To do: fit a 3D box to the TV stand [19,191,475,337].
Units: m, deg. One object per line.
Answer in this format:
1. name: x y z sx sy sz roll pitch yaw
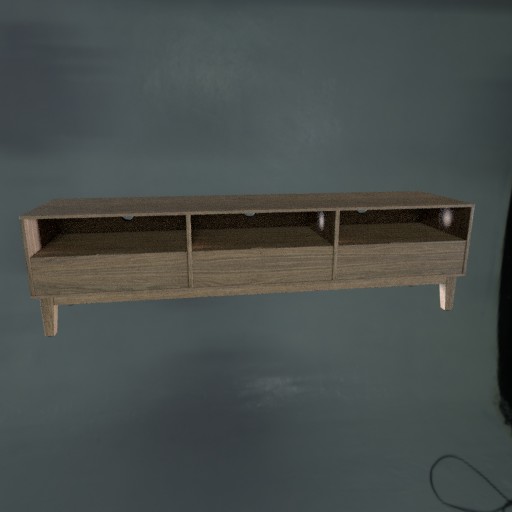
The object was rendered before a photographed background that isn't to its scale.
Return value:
1. TV stand: 0.000 0.000 1.657 1.482 0.409 0.366 -2 16 -9
